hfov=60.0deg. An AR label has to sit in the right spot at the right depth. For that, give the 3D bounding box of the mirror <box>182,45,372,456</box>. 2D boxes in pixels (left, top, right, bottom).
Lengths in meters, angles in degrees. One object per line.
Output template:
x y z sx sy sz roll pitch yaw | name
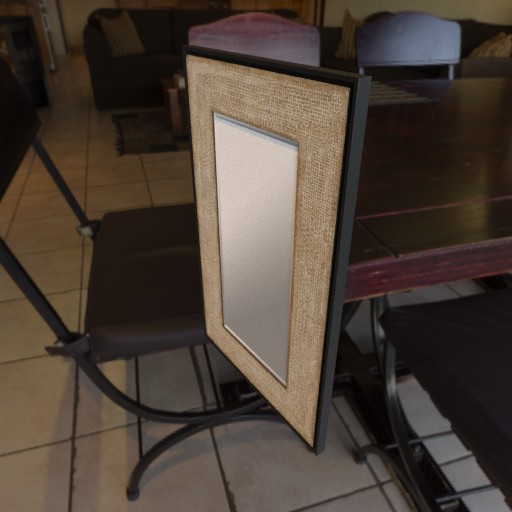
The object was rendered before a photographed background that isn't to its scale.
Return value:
0.000 0.000 1.482 0.038 1.219 0.762 -20 36 -30 | mirror
